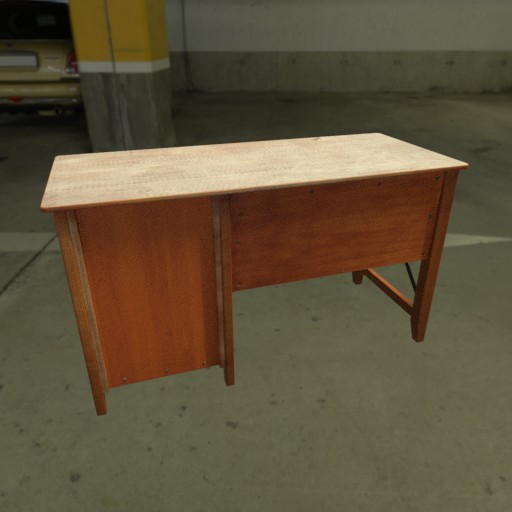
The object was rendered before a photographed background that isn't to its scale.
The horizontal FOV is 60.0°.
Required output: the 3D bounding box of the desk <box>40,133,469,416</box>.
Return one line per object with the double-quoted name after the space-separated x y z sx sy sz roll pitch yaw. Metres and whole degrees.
0.000 0.000 1.730 1.353 0.756 0.574 -8 28 -16 "desk"
